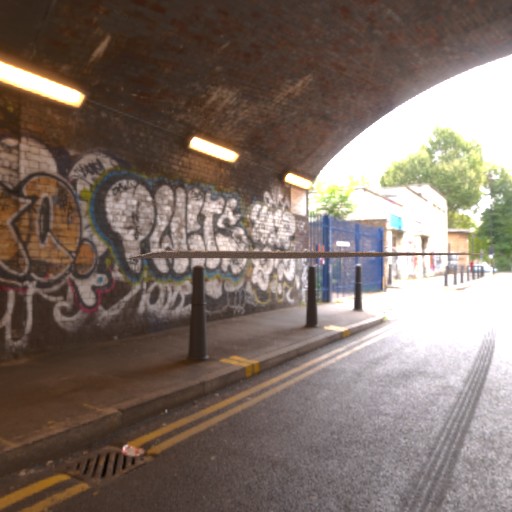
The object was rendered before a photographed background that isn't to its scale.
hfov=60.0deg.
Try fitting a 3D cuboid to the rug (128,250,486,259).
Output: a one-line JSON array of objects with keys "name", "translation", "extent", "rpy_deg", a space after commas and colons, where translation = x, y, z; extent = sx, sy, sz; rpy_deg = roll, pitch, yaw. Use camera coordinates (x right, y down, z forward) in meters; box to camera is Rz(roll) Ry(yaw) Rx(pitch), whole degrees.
[{"name": "rug", "translation": [0.000, 0.000, 2.215], "extent": [1.148, 0.010, 1.754], "rpy_deg": [0, -1, -19]}]
